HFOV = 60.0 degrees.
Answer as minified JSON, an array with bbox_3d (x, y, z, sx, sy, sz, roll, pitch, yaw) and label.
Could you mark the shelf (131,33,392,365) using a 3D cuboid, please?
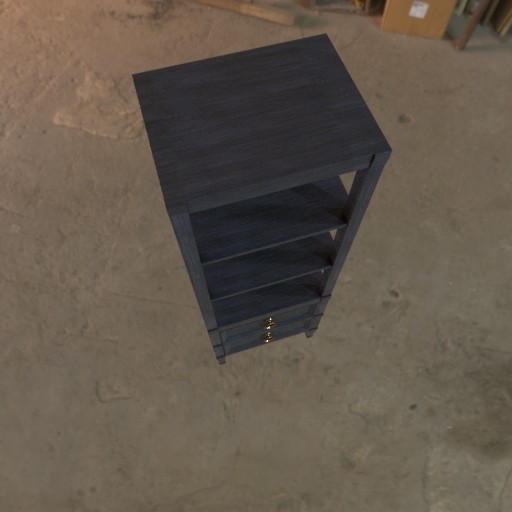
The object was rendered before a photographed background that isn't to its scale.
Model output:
[{"bbox_3d":[0.000,0.000,1.953,0.584,1.727,0.472,-15,65,-8],"label":"shelf"}]
